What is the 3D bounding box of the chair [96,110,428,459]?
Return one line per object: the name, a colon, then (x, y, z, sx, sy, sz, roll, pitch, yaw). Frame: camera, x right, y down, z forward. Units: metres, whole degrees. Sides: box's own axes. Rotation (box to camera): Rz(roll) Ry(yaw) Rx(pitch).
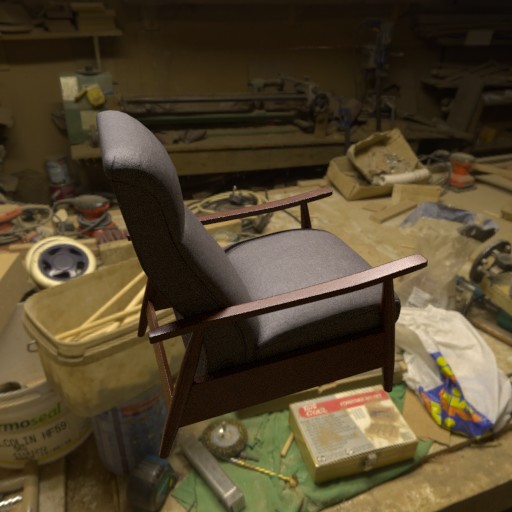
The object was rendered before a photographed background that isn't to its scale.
chair: (0.000, 0.000, 1.744, 1.014, 1.081, 0.762, -10, 31, -17)
